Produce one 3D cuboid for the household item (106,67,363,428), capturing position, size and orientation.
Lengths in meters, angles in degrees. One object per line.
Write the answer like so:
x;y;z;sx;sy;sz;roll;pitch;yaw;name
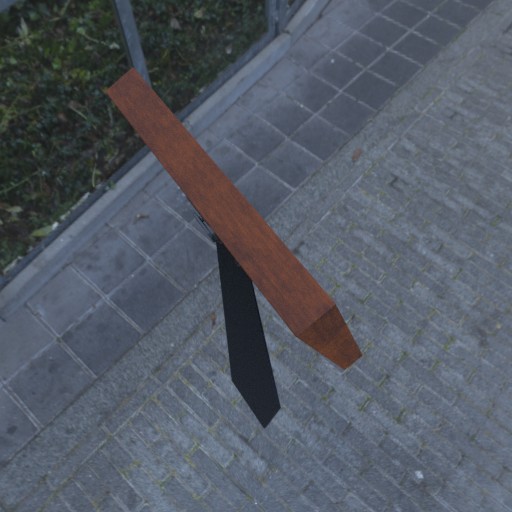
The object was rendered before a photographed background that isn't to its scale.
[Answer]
0.000;0.000;0.289;0.096;0.204;0.160;-32;65;-16;household item
